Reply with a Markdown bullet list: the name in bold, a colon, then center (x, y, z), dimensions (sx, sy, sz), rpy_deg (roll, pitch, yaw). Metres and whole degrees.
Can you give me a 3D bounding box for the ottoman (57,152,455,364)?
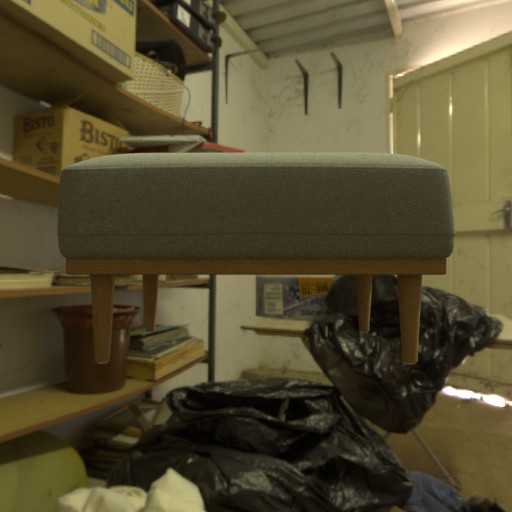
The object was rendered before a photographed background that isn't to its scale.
- **ottoman**: center (0.000, 0.000, 1.072), dimensions (0.749, 0.428, 0.549), rpy_deg (0, -1, 1)
